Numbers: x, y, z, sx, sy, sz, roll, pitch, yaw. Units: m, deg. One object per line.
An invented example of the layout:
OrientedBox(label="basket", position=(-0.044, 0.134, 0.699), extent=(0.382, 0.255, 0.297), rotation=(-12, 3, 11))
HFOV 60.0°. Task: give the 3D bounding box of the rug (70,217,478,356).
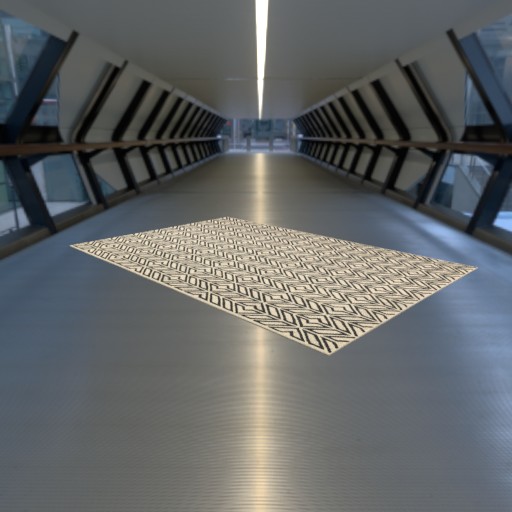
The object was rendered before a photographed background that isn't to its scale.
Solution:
OrientedBox(label="rug", position=(0.000, 0.000, 2.356), extent=(1.828, 0.007, 1.220), rotation=(15, 22, 43))
